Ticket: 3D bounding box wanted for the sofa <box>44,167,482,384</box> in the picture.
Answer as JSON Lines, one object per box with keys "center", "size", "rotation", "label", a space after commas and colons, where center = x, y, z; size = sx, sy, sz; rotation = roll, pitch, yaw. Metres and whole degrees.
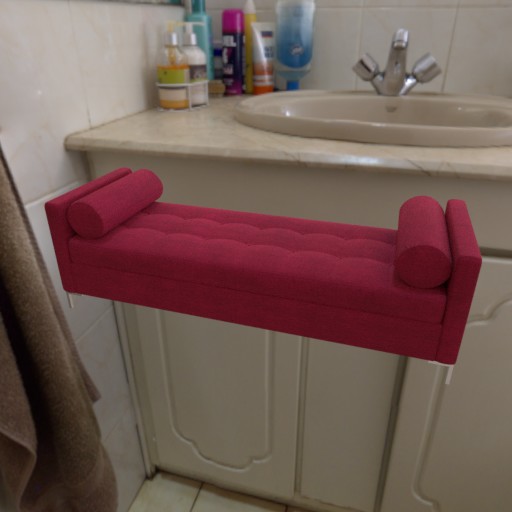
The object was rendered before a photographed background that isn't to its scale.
{"center": [0.000, 0.000, 2.326], "size": [1.981, 0.635, 0.686], "rotation": [8, 28, 16], "label": "sofa"}
